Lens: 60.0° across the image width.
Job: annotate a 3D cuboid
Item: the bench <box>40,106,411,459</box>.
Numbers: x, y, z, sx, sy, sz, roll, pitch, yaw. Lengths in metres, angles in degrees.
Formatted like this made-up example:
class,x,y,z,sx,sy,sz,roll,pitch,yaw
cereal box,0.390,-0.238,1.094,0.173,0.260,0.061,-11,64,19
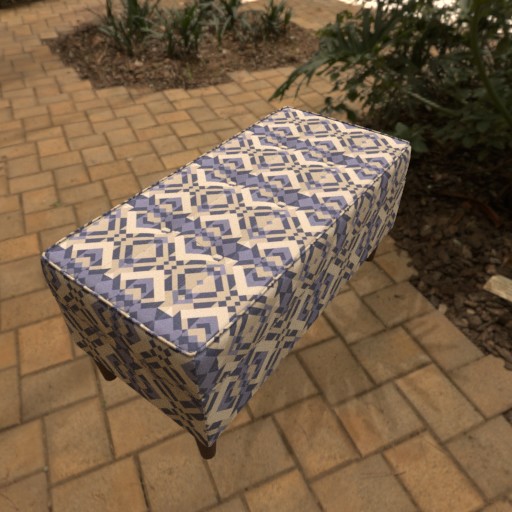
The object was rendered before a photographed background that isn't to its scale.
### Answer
class,x,y,z,sx,sy,sz,roll,pitch,yaw
bench,0.000,0.000,1.322,0.492,0.477,1.016,26,48,26
